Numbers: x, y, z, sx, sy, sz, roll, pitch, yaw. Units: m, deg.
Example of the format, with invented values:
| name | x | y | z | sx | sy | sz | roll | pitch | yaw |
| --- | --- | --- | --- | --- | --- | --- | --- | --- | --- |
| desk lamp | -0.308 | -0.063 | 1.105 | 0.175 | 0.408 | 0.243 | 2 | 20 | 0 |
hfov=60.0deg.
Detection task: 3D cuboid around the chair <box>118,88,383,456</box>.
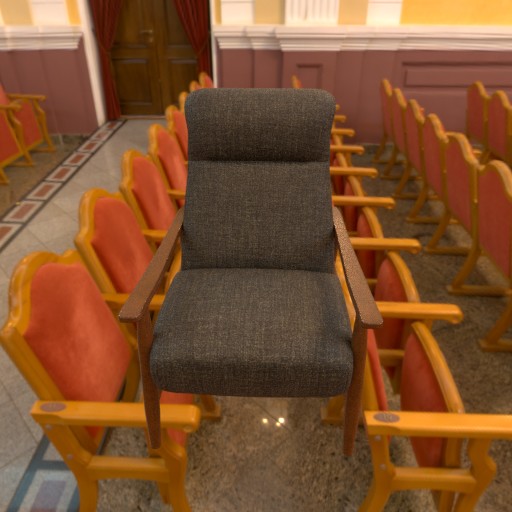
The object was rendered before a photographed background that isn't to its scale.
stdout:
| name | x | y | z | sx | sy | sz | roll | pitch | yaw |
| --- | --- | --- | --- | --- | --- | --- | --- | --- | --- |
| chair | 0.000 | 0.000 | 1.736 | 0.762 | 1.082 | 1.014 | 1 | 31 | 2 |
